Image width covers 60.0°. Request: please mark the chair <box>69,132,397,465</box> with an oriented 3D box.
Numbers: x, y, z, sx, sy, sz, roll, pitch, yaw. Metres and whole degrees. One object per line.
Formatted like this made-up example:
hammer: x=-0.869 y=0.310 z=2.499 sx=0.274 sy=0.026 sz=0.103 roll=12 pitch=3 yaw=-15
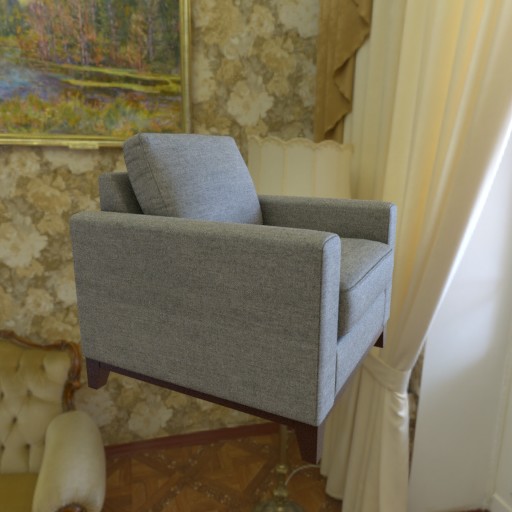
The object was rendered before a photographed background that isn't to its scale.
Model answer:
chair: x=0.000 y=0.000 z=1.882 sx=1.038 sy=1.010 sz=1.024 roll=7 pitch=15 yaw=27
